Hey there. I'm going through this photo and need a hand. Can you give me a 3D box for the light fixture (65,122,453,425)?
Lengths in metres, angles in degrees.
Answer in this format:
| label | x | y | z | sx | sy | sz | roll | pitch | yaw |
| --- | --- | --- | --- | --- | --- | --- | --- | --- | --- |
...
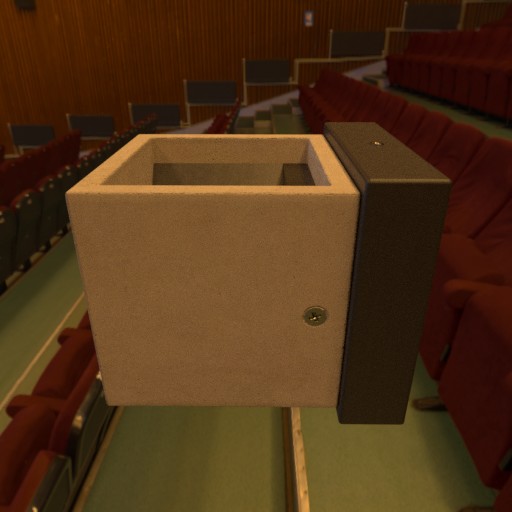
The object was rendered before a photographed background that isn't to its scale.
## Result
| label | x | y | z | sx | sy | sz | roll | pitch | yaw |
| --- | --- | --- | --- | --- | --- | --- | --- | --- | --- |
| light fixture | 0.000 | 0.000 | 0.239 | 0.143 | 0.121 | 0.121 | 0 | 26 | 1 |
